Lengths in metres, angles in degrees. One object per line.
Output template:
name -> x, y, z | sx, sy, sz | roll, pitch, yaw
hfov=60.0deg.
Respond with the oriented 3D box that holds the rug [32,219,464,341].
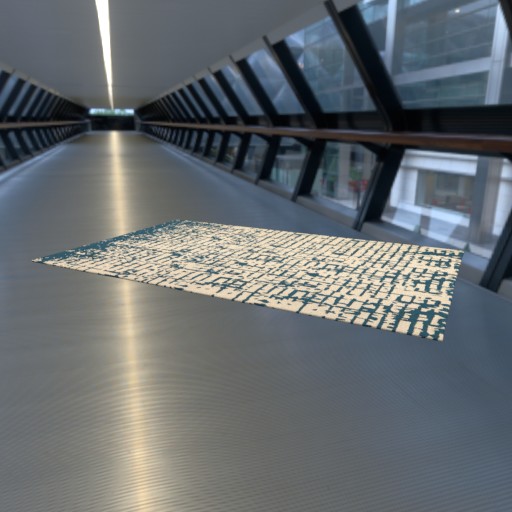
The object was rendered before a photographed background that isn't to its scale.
rug -> 0.000, 0.000, 2.930 | 2.435, 0.011, 1.517 | 8, 18, 26
